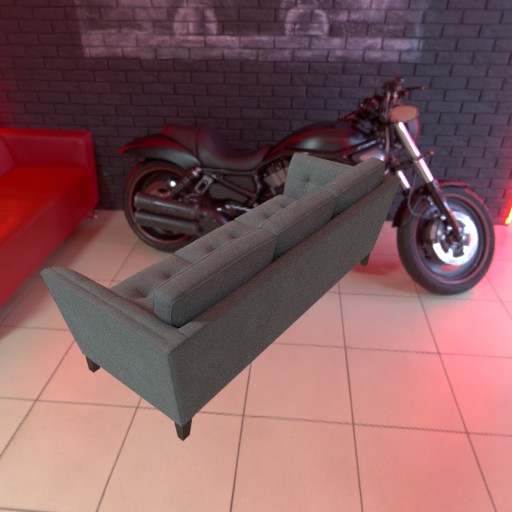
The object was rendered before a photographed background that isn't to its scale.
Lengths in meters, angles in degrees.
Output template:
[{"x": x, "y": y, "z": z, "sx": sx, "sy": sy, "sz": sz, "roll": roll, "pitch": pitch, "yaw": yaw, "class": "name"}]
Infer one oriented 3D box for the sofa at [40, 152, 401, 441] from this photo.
[{"x": 0.000, "y": 0.000, "z": 2.978, "sx": 0.965, "sy": 0.940, "sz": 2.387, "roll": 22, "pitch": 38, "yaw": 31, "class": "sofa"}]
